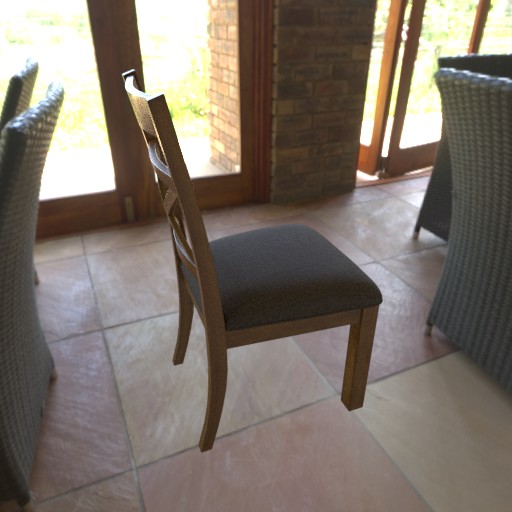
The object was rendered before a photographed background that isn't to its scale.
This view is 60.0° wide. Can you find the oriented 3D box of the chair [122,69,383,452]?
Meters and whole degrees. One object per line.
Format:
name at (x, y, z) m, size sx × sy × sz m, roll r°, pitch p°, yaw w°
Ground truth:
chair at (0.000, 0.000, 1.242) m, size 0.581 × 0.949 × 0.470 m, roll -10°, pitch 30°, yaw -18°
